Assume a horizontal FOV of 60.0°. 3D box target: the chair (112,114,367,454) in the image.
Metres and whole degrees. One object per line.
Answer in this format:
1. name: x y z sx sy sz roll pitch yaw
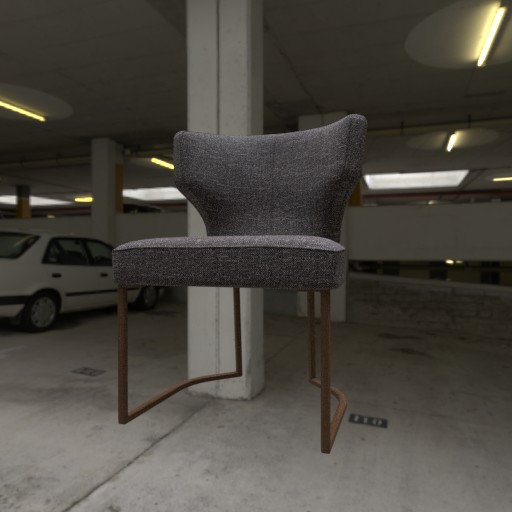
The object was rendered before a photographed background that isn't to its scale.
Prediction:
1. chair: 0.000 0.000 1.278 0.611 0.824 0.617 0 1 18
